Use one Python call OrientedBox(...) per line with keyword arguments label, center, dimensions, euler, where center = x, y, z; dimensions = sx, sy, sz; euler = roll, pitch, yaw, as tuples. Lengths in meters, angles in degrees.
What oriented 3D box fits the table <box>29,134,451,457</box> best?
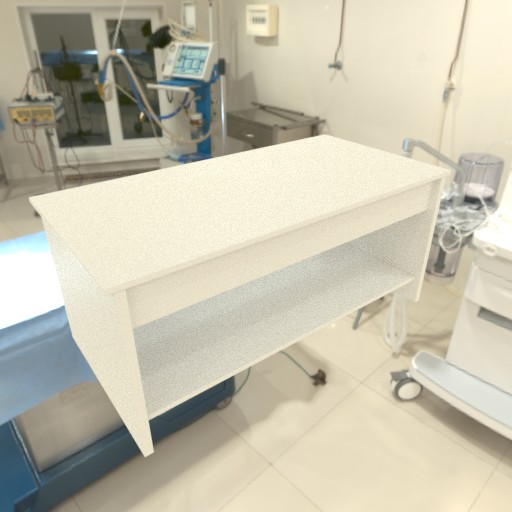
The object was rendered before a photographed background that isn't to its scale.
OrientedBox(label="table", center=(0.000, 0.000, 1.268), dimensions=(1.000, 0.441, 0.500), euler=(-20, 35, -32))
